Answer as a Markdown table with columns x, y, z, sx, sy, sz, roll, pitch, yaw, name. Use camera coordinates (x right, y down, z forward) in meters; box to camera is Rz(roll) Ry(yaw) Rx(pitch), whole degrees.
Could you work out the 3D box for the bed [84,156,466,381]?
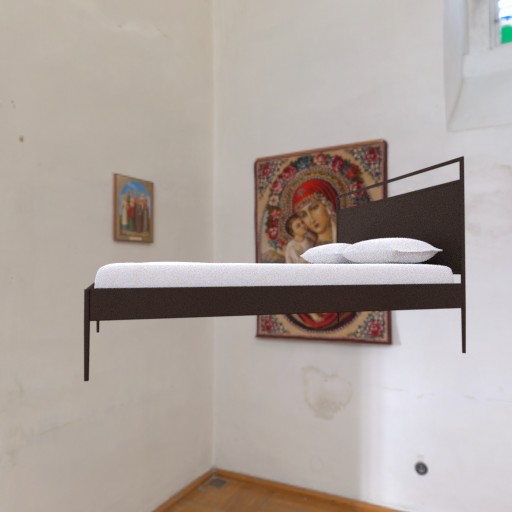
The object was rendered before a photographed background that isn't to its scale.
| x | y | z | sx | sy | sz | roll | pitch | yaw | name |
| --- | --- | --- | --- | --- | --- | --- | --- | --- | --- |
| 0.000 | 0.000 | 3.060 | 2.122 | 1.173 | 1.572 | 0 | -1 | -18 | bed |
